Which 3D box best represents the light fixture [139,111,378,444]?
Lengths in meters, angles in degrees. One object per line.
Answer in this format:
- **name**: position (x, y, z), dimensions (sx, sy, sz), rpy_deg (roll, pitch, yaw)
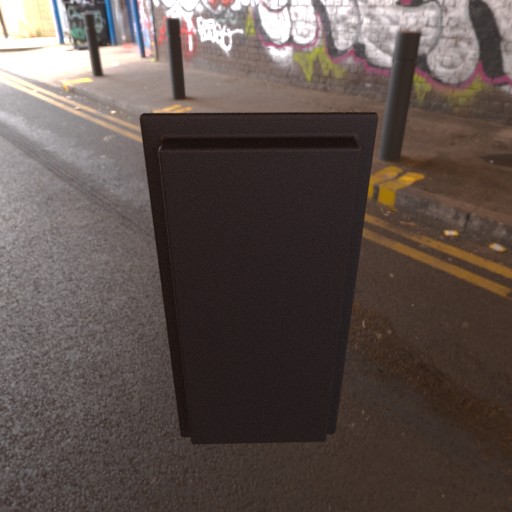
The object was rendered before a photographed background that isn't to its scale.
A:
- **light fixture**: position (0.000, 0.000, 0.417), dimensions (0.170, 0.298, 0.207), rpy_deg (-1, 30, -1)
